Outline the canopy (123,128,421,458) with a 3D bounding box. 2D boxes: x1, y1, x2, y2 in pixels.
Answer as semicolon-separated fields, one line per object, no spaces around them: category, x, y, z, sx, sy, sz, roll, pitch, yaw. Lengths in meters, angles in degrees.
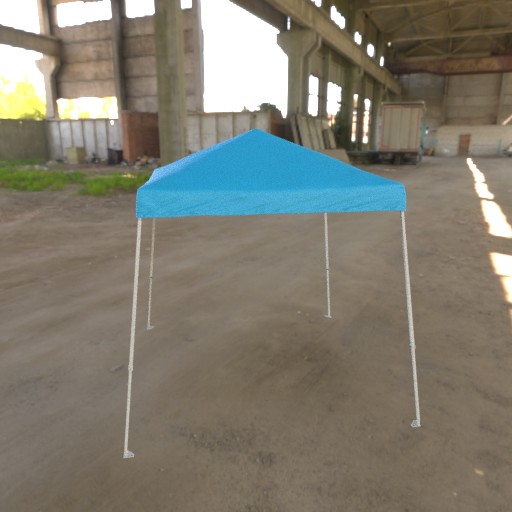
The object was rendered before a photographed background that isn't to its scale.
canopy;0.000;0.000;6.512;3.600;3.600;3.599;-2;15;-9
